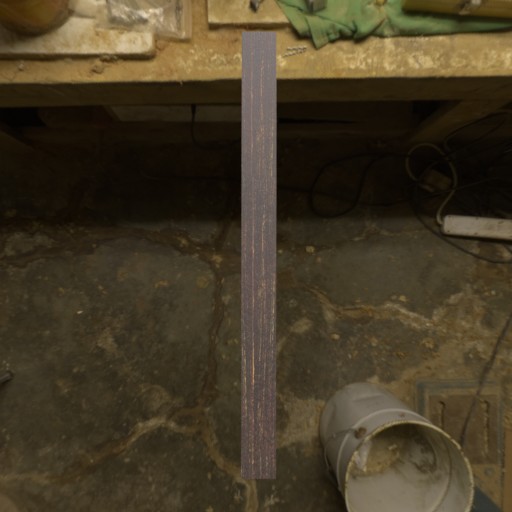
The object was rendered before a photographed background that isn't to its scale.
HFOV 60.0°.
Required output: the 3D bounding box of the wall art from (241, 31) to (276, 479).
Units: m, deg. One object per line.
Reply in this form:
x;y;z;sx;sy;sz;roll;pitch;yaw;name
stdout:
0.000;0.000;0.543;0.031;0.330;0.381;0;89;-1;wall art
